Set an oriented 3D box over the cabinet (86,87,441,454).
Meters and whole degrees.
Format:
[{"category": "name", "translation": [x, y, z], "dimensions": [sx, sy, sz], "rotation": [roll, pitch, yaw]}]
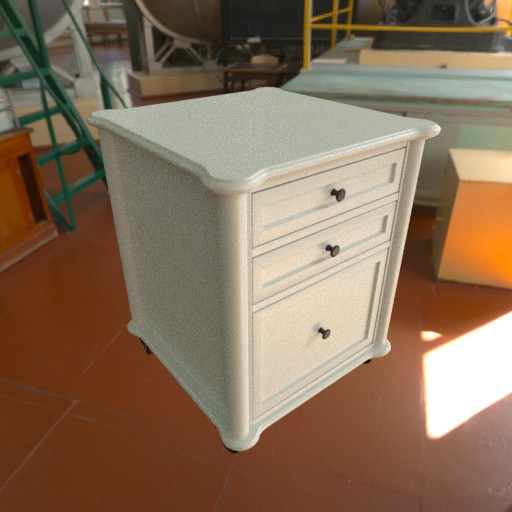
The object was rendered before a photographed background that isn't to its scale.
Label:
[{"category": "cabinet", "translation": [0.000, 0.000, 1.243], "dimensions": [0.628, 0.761, 0.627], "rotation": [-22, 37, -32]}]
